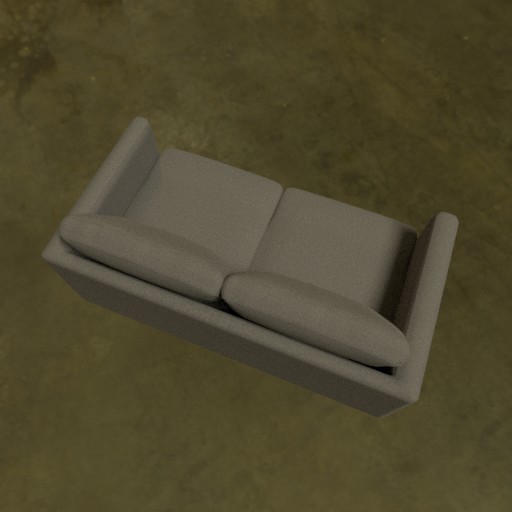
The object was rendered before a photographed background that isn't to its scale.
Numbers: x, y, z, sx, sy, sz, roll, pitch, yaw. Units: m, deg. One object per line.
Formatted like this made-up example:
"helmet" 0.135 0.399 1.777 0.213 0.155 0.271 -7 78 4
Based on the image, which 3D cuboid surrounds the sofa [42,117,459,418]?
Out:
"sofa" 0.000 0.000 2.229 1.713 0.866 0.940 20 66 9
